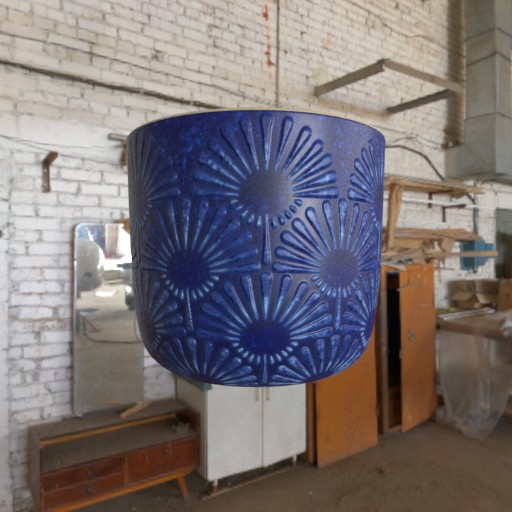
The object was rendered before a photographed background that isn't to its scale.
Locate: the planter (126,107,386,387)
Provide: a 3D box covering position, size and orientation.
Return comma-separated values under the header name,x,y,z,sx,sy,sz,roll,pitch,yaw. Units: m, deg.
name,x,y,z,sx,sy,sz,roll,pitch,yaw
planter,0.000,0.000,0.221,0.124,0.109,0.124,0,1,0
